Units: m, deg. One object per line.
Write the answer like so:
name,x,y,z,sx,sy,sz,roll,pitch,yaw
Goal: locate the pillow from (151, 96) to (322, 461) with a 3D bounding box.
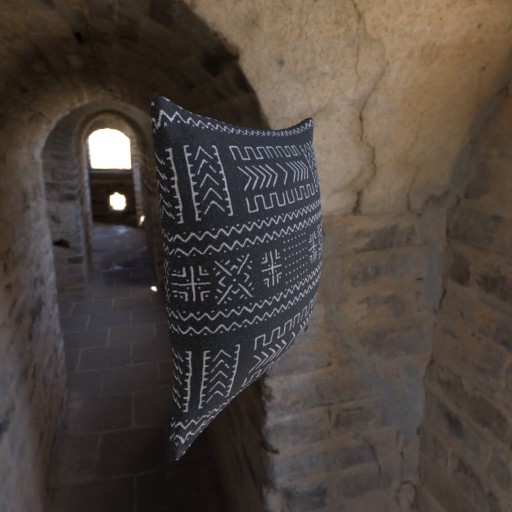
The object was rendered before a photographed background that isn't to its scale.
pillow,0.000,0.000,0.679,0.164,0.430,0.438,8,17,27
